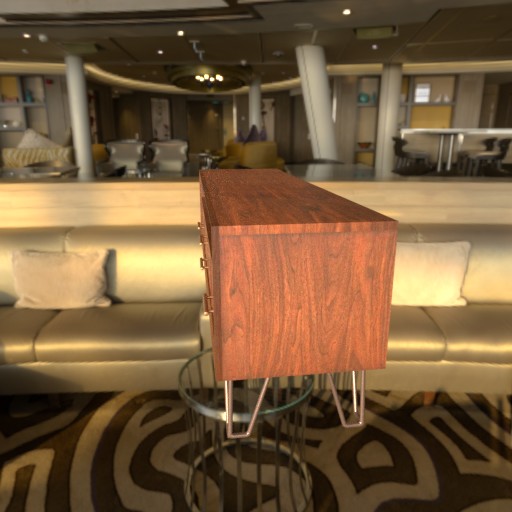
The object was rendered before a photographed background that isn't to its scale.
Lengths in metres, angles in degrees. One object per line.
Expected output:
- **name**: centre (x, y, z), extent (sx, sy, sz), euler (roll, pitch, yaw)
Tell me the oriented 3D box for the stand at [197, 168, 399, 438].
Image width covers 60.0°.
- **stand**: centre (0.000, 0.000, 1.911), extent (0.481, 0.610, 1.626), euler (-2, 16, -8)
